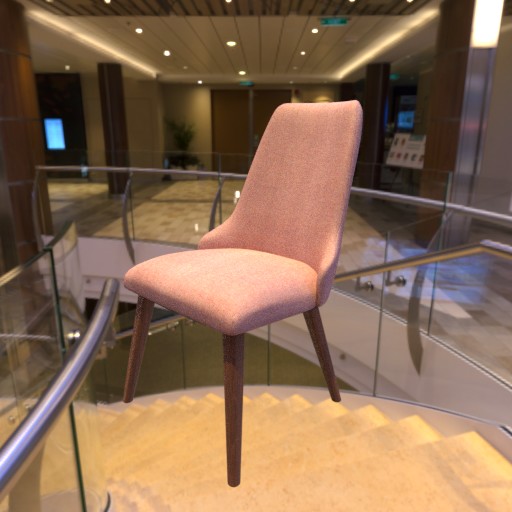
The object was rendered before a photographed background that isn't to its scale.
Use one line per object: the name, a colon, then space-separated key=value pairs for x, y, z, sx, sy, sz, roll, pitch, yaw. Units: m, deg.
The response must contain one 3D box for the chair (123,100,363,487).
chair: x=0.000 y=0.000 z=1.357 sx=0.535 sy=0.918 sz=0.707 roll=15 pitch=22 yaw=43
